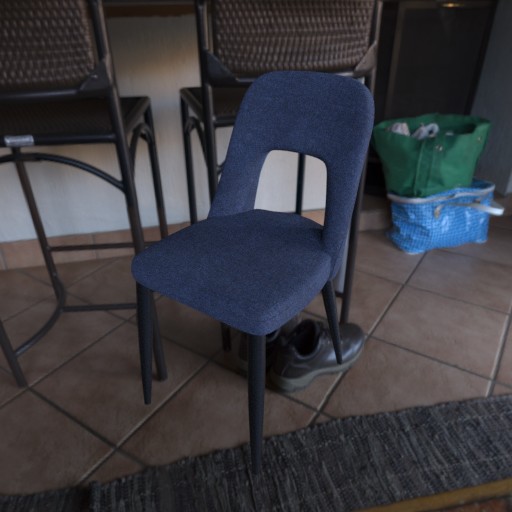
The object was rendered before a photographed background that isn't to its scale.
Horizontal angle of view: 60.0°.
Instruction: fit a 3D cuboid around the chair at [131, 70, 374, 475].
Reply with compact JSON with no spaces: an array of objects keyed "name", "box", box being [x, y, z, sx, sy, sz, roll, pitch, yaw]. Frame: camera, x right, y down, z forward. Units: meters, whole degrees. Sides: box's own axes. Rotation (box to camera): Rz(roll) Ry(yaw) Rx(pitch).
[{"name":"chair","box":[0.000,0.000,1.272,0.470,0.931,0.612,19,34,30]}]
